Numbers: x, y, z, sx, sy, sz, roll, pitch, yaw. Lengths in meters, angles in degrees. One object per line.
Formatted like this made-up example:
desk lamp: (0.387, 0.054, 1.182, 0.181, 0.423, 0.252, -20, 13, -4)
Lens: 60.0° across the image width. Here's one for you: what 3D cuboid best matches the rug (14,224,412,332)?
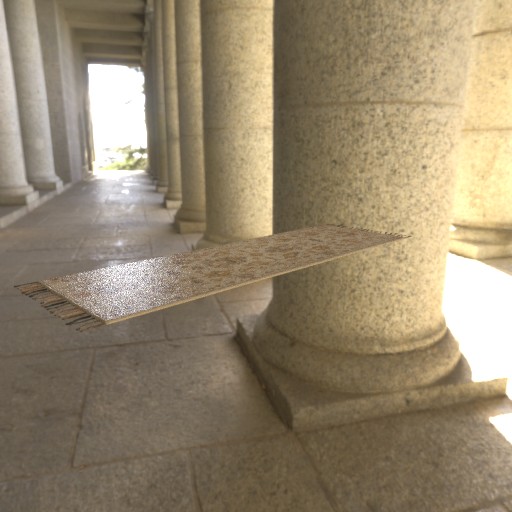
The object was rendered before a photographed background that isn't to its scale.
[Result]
rug: (0.000, 0.000, 2.626, 2.438, 0.021, 0.729, -13, 19, -42)
